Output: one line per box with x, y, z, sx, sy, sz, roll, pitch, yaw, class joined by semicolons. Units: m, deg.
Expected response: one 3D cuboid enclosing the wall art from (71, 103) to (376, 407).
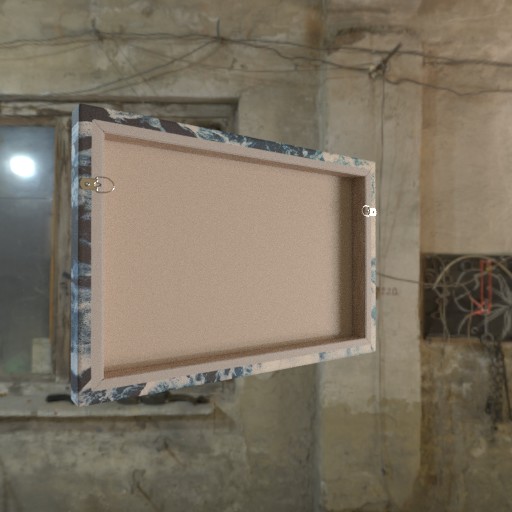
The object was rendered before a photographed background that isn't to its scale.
0.000;0.000;0.782;0.609;0.407;0.043;0;-1;-36;wall art
